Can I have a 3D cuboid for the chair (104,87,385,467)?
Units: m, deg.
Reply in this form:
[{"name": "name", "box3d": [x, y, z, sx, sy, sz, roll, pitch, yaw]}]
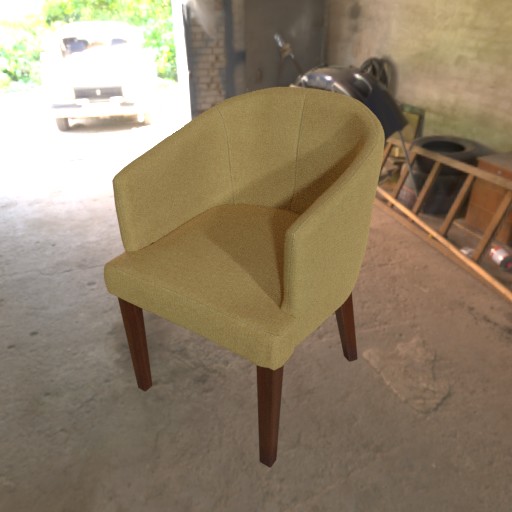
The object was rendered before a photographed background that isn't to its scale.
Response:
[{"name": "chair", "box3d": [0.000, 0.000, 1.255, 0.583, 0.811, 0.655, 19, 36, 28]}]
